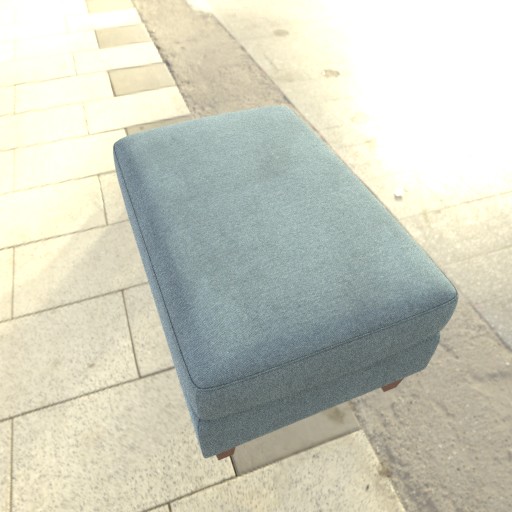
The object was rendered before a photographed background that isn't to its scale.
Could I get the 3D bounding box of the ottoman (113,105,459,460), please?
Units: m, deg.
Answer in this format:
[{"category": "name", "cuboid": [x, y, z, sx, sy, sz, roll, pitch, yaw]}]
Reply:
[{"category": "ottoman", "cuboid": [0.000, 0.000, 1.206, 0.584, 0.483, 0.864, -16, 49, -15]}]
